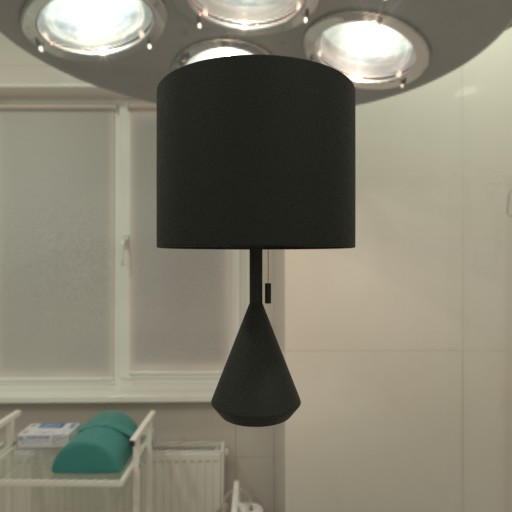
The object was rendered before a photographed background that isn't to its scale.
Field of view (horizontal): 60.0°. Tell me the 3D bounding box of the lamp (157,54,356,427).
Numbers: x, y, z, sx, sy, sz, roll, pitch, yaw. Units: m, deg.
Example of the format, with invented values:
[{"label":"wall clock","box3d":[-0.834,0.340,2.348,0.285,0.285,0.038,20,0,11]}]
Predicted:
[{"label":"lamp","box3d":[0.000,0.000,0.819,0.359,0.584,0.359,0,0,0]}]
